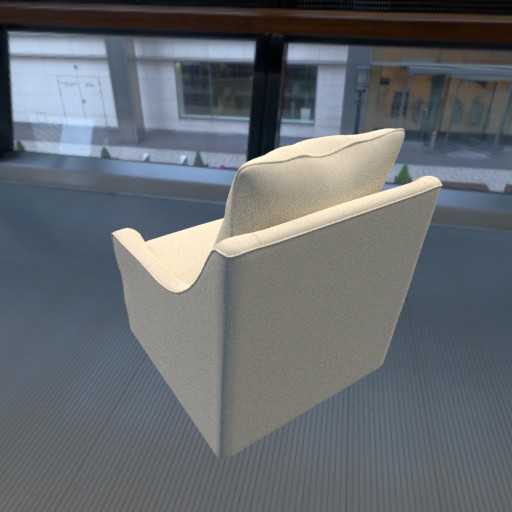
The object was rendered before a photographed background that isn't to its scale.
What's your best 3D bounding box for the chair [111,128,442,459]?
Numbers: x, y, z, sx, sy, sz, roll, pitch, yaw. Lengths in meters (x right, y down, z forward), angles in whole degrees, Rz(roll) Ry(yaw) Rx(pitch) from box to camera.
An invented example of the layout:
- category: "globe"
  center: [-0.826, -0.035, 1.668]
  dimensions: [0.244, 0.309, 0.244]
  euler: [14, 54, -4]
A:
- category: "chair"
  center: [0.000, 0.000, 1.573]
  dimensions: [0.756, 0.965, 0.876]
  euler: [-19, 36, -29]
